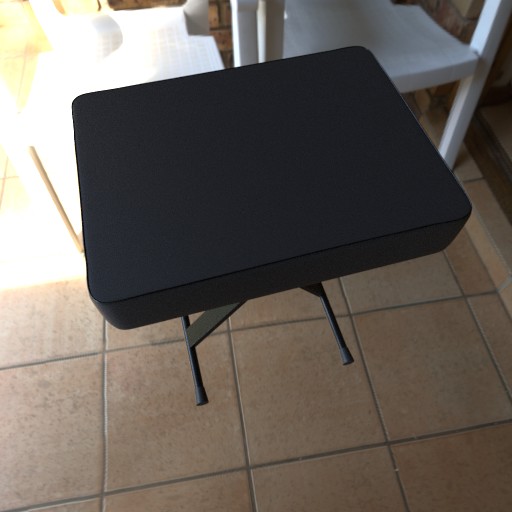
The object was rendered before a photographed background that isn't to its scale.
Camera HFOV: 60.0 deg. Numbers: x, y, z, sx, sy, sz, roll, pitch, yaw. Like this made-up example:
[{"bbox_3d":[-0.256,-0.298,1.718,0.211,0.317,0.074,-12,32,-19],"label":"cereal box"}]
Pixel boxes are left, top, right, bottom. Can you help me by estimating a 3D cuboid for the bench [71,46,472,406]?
[{"bbox_3d":[0.000,0.000,0.749,0.424,0.500,0.321,-13,60,-8],"label":"bench"}]
